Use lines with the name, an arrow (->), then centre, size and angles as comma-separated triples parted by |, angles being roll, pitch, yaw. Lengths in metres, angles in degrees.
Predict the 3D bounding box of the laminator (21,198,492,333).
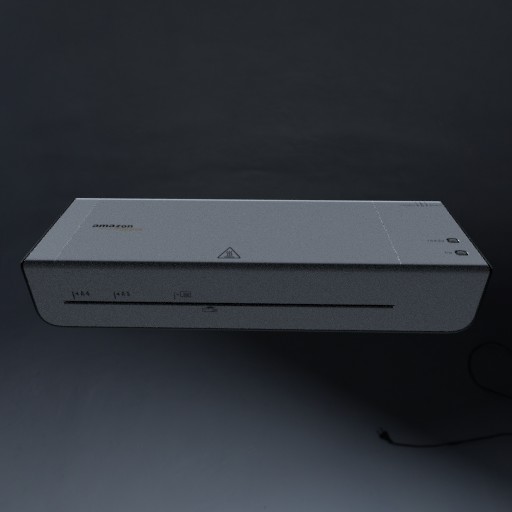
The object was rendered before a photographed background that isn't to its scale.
laminator -> 0.000, 0.000, 0.385 | 0.340, 0.062, 0.123 | 1, 33, 1
